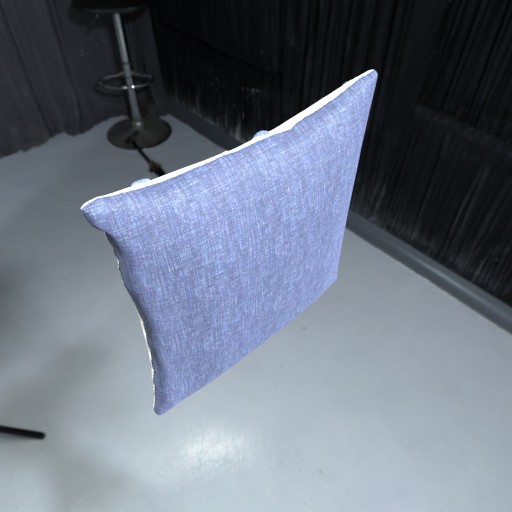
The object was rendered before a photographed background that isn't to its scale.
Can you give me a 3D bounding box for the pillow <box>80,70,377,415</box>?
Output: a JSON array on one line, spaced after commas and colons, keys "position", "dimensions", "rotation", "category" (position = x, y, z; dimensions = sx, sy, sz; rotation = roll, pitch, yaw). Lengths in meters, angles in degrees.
[{"position": [0.000, 0.000, 0.770], "dimensions": [0.510, 0.510, 0.145], "rotation": [-33, 55, -27], "category": "pillow"}]
